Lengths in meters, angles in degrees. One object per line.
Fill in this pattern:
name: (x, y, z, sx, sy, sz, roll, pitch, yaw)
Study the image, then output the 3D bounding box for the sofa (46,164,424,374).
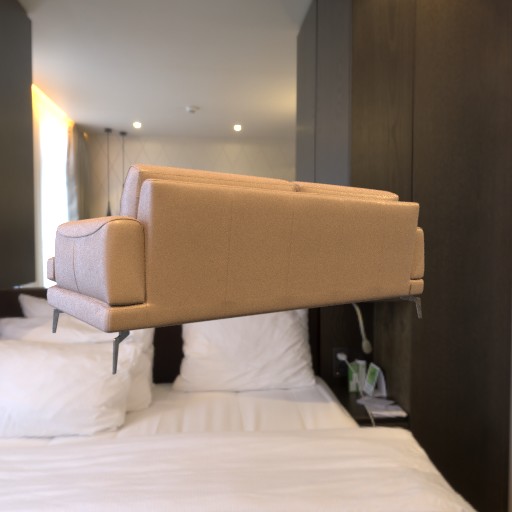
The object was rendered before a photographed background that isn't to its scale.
sofa: (0.000, 0.000, 2.422, 1.940, 0.765, 0.974, -1, 2, -37)
